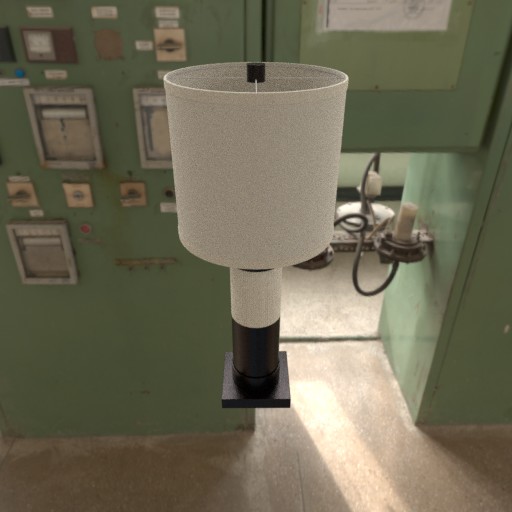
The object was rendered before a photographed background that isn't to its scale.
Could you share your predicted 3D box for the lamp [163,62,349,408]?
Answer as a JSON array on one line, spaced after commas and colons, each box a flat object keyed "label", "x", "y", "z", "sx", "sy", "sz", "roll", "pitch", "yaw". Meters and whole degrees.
[{"label": "lamp", "x": 0.000, "y": 0.000, "z": 0.634, "sx": 0.211, "sy": 0.509, "sz": 0.211, "roll": 0, "pitch": 31, "yaw": 0}]
